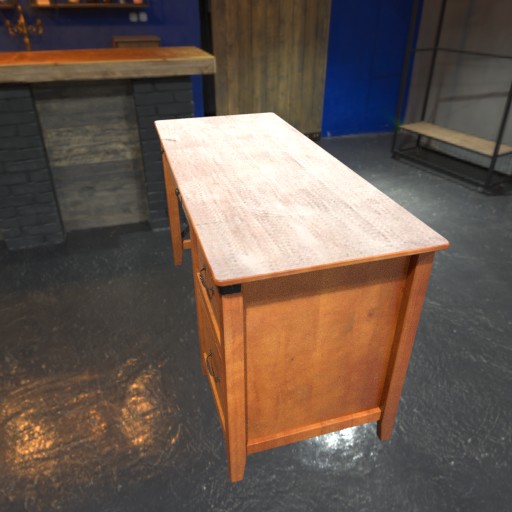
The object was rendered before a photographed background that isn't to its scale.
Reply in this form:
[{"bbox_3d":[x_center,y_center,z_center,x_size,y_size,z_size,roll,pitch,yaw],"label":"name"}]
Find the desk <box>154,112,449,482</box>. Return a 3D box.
[{"bbox_3d":[0.000,0.000,1.731,0.574,0.756,1.353,-9,32,-14],"label":"desk"}]
